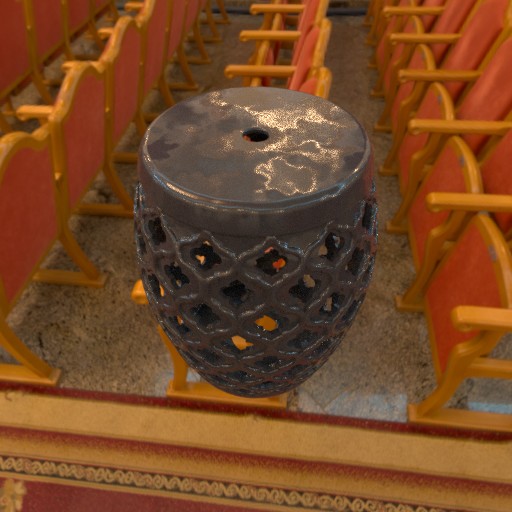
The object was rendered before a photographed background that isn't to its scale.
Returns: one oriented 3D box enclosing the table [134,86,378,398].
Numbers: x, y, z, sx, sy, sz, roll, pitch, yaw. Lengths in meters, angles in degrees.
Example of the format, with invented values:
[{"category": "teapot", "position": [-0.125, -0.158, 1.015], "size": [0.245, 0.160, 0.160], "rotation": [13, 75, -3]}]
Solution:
[{"category": "table", "position": [0.000, 0.000, 0.636], "size": [0.325, 0.388, 0.325], "rotation": [0, 45, 0]}]
